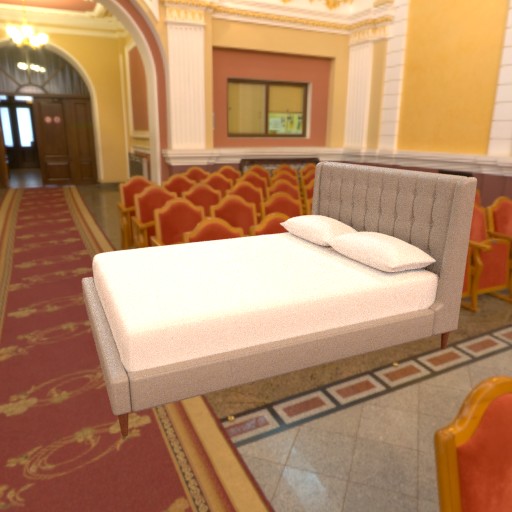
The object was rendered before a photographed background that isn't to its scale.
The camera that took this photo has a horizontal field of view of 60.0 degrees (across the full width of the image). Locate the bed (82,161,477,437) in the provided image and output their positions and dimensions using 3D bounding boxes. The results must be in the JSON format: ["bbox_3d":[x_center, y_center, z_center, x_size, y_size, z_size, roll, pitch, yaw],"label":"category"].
[{"bbox_3d":[0.000,0.000,3.116,2.232,1.147,1.656,-7,17,-24],"label":"bed"}]
